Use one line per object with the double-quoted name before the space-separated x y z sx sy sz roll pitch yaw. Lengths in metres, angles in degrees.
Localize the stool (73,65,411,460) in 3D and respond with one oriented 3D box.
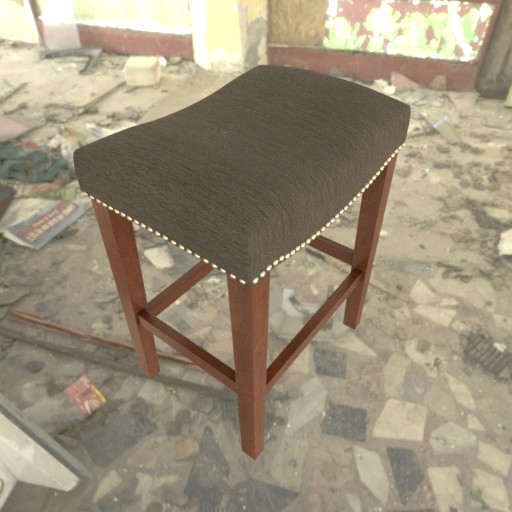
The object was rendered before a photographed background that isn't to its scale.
"stool" 0.000 0.000 0.961 0.372 0.654 0.504 27 49 27
